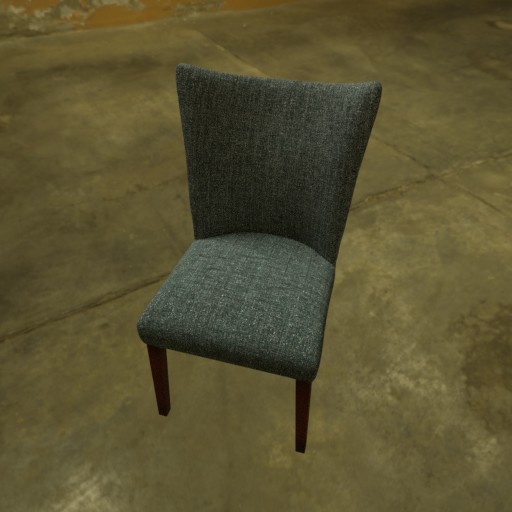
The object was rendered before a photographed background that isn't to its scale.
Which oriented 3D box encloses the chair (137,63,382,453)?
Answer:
[{"bbox_3d":[0.000,0.000,1.283,0.535,0.924,0.623,10,41,12],"label":"chair"}]
